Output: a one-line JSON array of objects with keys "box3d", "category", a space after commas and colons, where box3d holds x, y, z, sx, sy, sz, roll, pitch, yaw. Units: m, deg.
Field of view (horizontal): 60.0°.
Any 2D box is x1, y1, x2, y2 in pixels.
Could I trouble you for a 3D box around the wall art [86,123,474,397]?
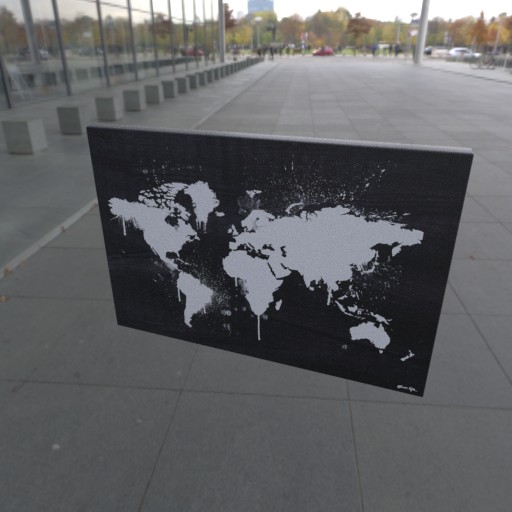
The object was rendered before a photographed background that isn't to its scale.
[{"box3d": [0.000, 0.000, 0.766, 0.610, 0.409, 0.038, 9, 27, 18], "category": "wall art"}]
